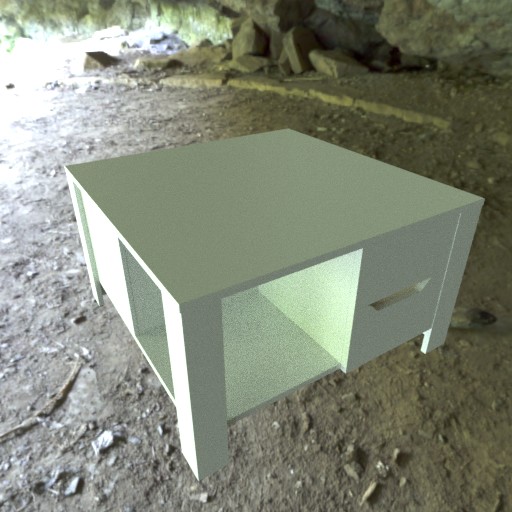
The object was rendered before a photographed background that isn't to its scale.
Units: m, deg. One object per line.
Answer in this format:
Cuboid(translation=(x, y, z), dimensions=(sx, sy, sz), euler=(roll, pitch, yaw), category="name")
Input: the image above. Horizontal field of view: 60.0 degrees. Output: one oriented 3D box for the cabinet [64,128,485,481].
Cuboid(translation=(0.000, 0.000, 1.287), dimensions=(0.800, 0.460, 0.800), euler=(-18, 34, -28), category="cabinet")
